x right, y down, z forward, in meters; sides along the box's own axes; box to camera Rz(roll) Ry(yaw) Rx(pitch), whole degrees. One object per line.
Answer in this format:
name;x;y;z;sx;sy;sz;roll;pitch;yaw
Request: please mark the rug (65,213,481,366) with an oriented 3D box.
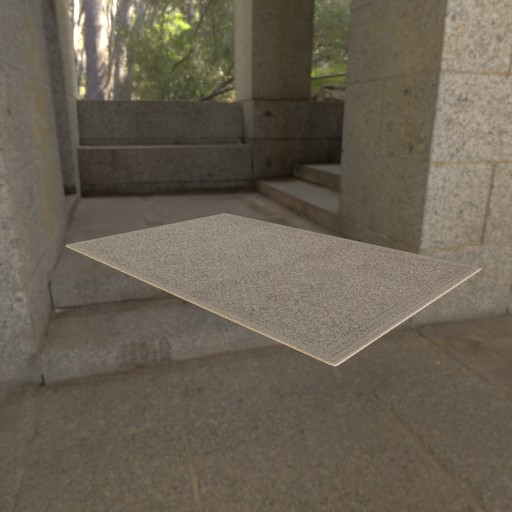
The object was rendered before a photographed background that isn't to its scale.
rug;0.000;0.000;2.889;2.286;0.011;1.524;16;24;42
